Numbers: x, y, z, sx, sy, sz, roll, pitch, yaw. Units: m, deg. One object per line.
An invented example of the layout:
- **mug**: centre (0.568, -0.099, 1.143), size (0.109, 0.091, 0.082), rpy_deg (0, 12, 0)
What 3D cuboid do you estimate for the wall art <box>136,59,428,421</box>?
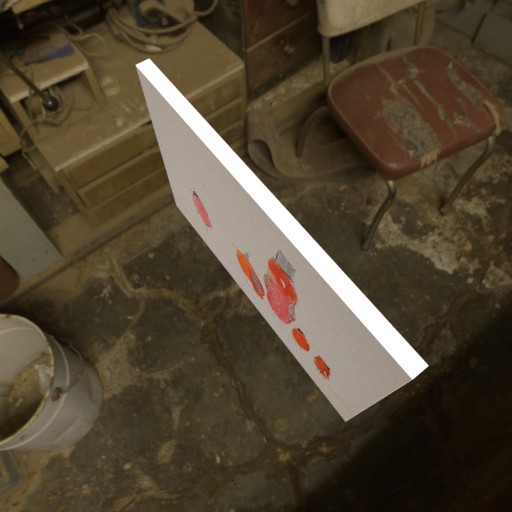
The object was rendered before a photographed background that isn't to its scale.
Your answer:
- **wall art**: centre (0.000, 0.000, 1.168), size (0.038, 0.609, 0.914), rpy_deg (-33, 68, -15)
